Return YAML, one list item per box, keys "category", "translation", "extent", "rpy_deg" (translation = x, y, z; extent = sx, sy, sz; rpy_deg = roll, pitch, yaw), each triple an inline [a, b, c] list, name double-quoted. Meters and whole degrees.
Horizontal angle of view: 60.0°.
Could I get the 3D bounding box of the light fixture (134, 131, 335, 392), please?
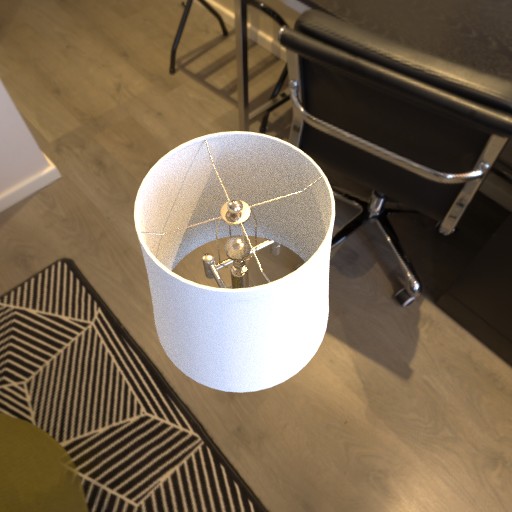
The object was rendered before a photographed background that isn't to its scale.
- category: "light fixture"
  translation: [0.000, 0.000, 0.583]
  extent: [0.223, 0.381, 0.348]
  rpy_deg: [15, 60, 9]
